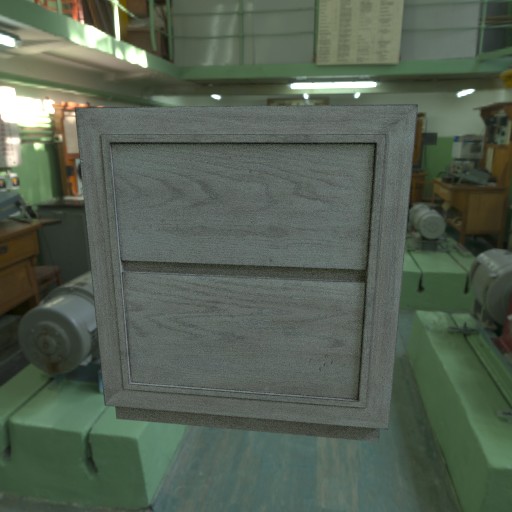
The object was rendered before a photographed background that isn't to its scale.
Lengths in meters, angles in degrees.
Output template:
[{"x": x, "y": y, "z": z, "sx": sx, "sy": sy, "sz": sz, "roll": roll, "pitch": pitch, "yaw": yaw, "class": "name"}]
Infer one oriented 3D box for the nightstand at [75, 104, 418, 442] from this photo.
[{"x": 0.000, "y": 0.000, "z": 1.093, "sx": 0.612, "sy": 0.673, "sz": 0.483, "roll": 2, "pitch": 15, "yaw": 8, "class": "nightstand"}]
